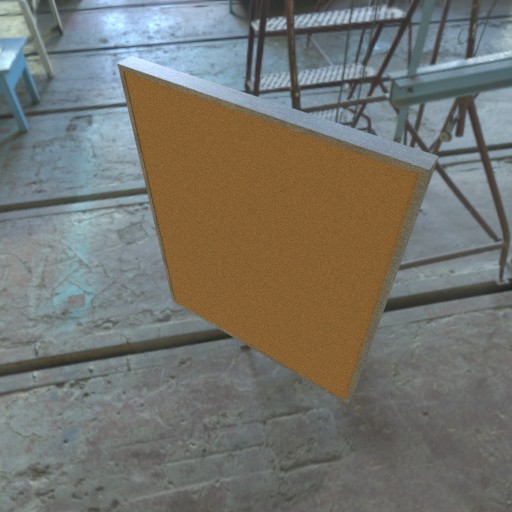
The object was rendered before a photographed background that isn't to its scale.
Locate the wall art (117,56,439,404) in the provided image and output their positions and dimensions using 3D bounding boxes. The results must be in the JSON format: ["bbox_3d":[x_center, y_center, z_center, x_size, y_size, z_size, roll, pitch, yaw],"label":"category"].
[{"bbox_3d":[0.000,0.000,0.705,0.421,0.521,0.032,26,52,22],"label":"wall art"}]
